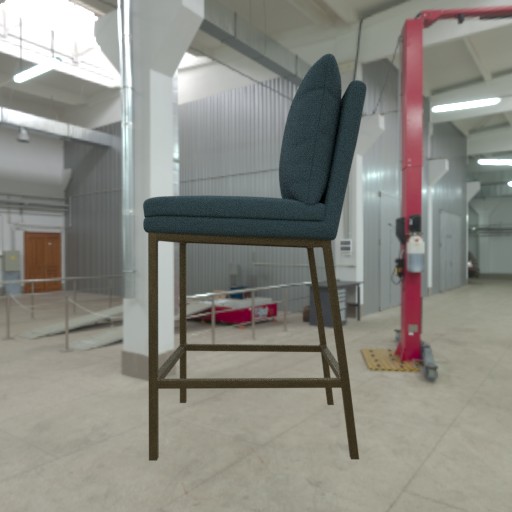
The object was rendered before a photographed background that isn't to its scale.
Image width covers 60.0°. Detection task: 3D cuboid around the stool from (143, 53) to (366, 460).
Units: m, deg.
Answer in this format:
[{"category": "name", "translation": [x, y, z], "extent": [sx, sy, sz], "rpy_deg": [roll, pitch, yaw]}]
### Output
[{"category": "stool", "translation": [0.000, 0.000, 1.336], "extent": [0.568, 1.032, 0.463], "rpy_deg": [0, 1, 1]}]
